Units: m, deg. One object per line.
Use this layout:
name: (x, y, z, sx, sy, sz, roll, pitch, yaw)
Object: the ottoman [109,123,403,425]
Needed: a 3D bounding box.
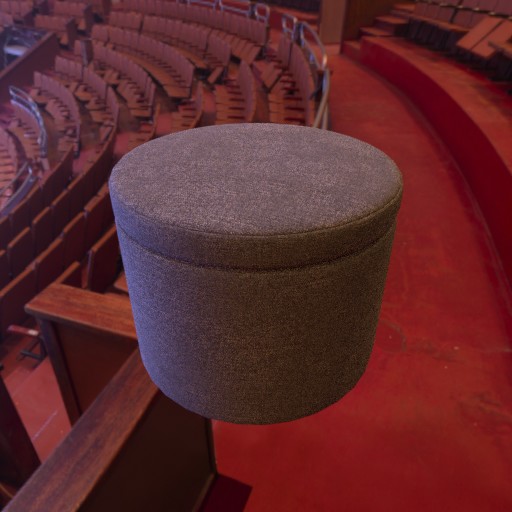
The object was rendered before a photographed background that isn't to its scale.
ottoman: (0.000, 0.000, 0.874, 0.500, 0.419, 0.500, 0, 32, 0)
